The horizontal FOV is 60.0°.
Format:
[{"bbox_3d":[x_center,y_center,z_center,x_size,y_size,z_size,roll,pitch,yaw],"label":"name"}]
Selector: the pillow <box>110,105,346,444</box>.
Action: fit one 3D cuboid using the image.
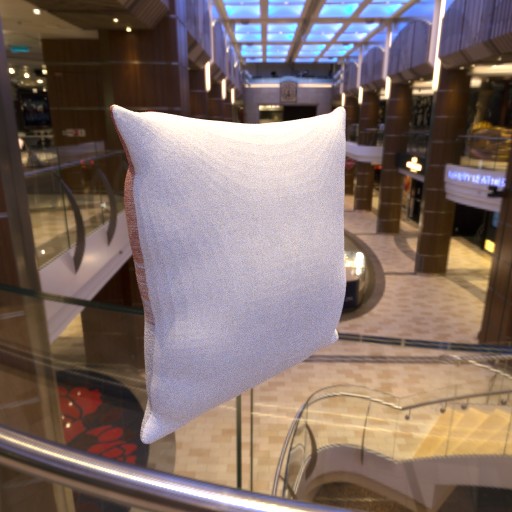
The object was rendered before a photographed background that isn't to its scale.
[{"bbox_3d":[0.000,0.000,0.677,0.440,0.441,0.182,-16,23,-43],"label":"pillow"}]
